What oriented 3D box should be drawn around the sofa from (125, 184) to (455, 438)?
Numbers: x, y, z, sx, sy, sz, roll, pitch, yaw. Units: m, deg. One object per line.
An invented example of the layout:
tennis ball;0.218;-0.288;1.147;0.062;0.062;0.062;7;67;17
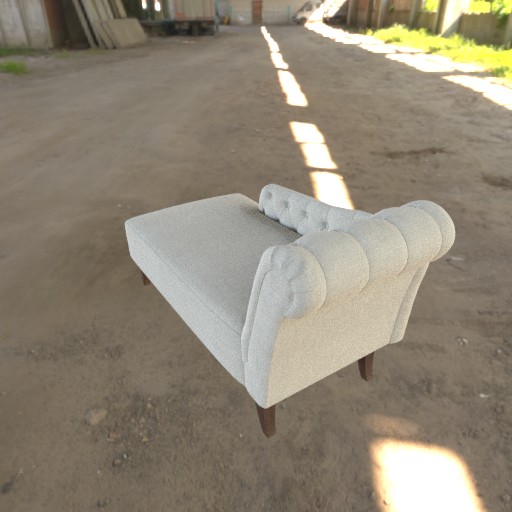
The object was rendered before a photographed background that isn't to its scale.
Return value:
sofa;0.000;0.000;1.850;0.675;0.787;1.379;-18;34;-29
